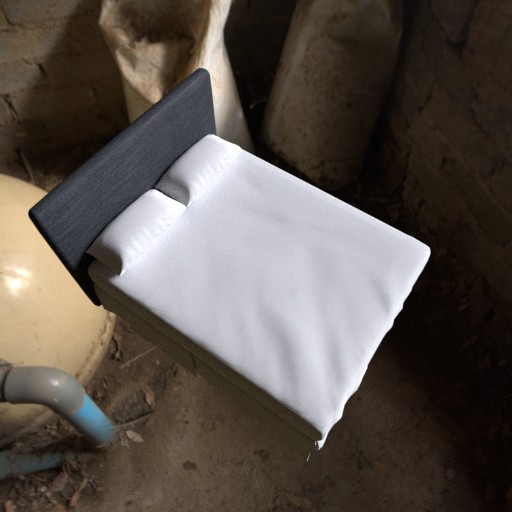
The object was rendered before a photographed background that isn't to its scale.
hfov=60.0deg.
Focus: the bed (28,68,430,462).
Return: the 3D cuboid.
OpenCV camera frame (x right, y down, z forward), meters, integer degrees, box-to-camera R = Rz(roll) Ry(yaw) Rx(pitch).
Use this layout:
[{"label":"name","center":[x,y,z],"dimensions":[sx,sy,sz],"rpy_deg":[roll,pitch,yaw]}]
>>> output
[{"label":"bed","center":[0.000,0.000,3.187],"dimensions":[2.142,1.330,1.723],"rpy_deg":[31,64,17]}]
